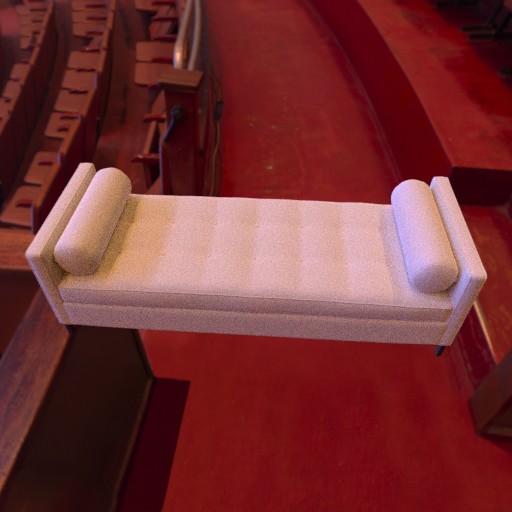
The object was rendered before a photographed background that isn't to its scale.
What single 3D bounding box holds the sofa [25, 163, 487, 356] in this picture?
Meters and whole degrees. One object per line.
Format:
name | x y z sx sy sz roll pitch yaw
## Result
sofa | 0.000 0.000 2.337 1.985 0.641 0.746 3 45 3
